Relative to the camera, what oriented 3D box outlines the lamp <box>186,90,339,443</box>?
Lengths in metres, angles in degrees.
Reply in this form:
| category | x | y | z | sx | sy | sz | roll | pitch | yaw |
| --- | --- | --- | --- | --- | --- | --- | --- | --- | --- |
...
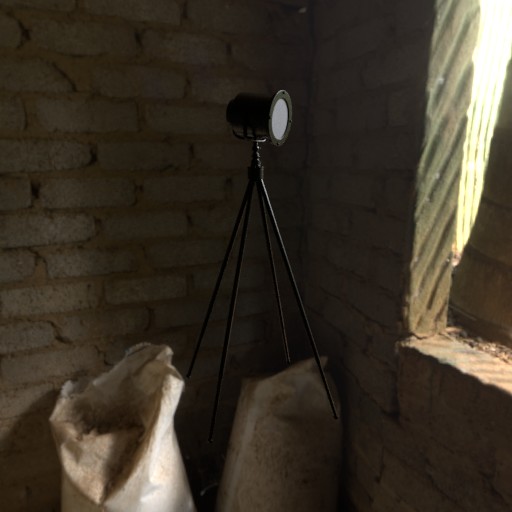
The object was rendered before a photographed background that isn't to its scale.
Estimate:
| category | x | y | z | sx | sy | sz | roll | pitch | yaw |
| --- | --- | --- | --- | --- | --- | --- | --- | --- | --- |
| lamp | 0.000 | 0.000 | 2.143 | 0.884 | 1.504 | 0.879 | 6 | 14 | 27 |
